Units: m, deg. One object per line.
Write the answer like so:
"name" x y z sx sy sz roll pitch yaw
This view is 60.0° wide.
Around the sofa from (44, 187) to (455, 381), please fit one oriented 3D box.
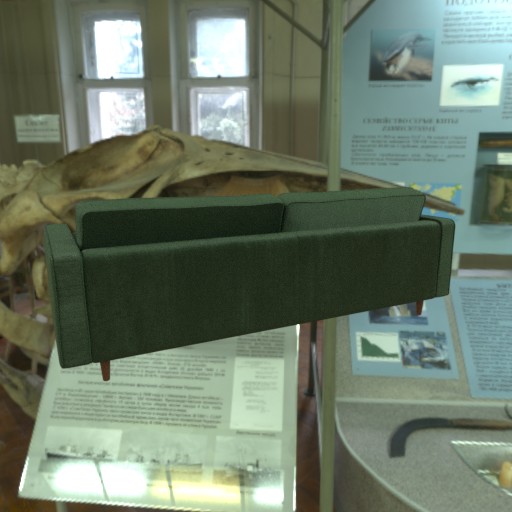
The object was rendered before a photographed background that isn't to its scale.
"sofa" 0.000 0.000 2.576 2.199 0.769 0.918 -6 14 -26
